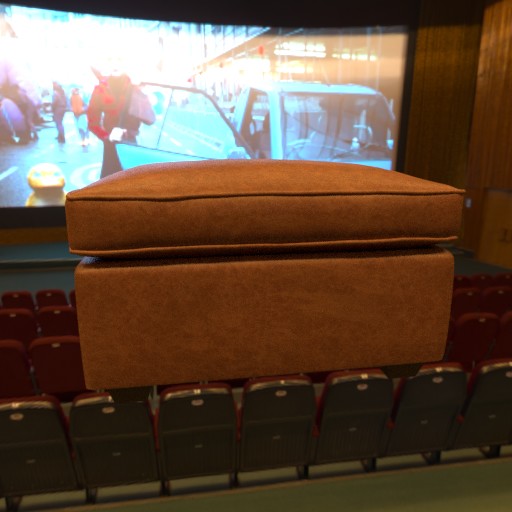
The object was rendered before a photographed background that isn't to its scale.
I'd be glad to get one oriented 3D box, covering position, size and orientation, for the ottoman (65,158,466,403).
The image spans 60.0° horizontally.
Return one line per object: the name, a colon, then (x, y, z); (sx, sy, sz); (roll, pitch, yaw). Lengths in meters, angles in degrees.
ottoman: (0.000, 0.000, 1.091); (0.756, 0.468, 0.554); (-2, 14, -9)
